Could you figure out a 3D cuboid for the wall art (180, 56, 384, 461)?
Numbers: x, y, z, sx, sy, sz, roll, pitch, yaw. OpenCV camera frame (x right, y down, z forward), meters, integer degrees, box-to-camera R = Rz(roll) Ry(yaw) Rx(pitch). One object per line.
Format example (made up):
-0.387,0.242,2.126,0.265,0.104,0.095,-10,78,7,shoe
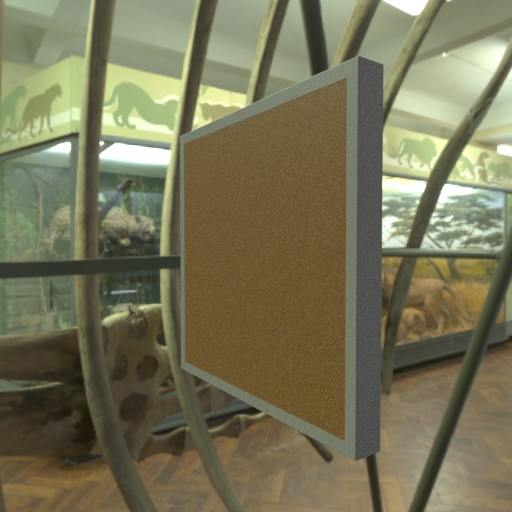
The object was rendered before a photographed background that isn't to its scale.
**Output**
0.000,0.000,0.620,0.038,0.406,0.406,-1,2,-35,wall art
